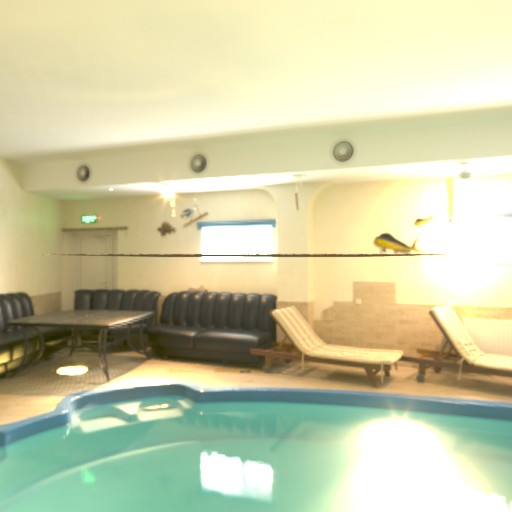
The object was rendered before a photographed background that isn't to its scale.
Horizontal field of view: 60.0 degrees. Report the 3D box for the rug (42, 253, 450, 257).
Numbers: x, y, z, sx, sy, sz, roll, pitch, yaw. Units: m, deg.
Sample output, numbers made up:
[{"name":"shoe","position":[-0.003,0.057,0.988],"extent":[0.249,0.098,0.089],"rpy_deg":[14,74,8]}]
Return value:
[{"name":"rug","position":[0.000,0.000,4.050],"extent":[2.438,0.010,3.048],"rpy_deg":[0,0,2]}]
